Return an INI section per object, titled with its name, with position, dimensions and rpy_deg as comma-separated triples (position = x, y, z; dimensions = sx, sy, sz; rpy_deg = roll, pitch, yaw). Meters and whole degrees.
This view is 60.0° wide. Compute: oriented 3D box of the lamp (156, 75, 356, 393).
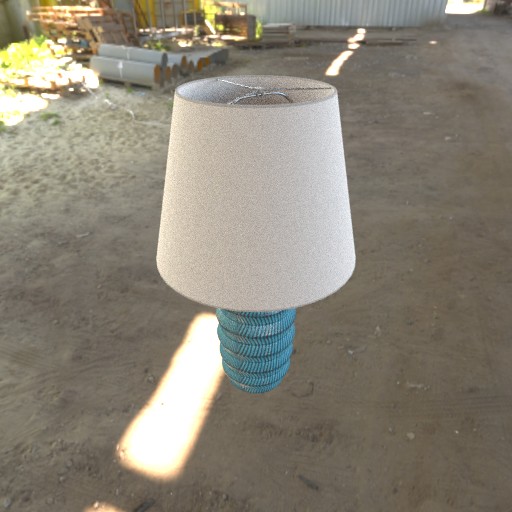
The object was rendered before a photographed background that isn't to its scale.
[lamp]
position = 0.000, 0.000, 0.809
dimensions = 0.355, 0.582, 0.355
rpy_deg = 0, 31, 0
